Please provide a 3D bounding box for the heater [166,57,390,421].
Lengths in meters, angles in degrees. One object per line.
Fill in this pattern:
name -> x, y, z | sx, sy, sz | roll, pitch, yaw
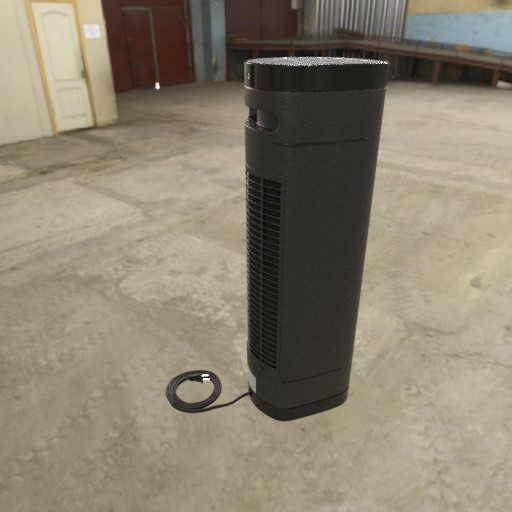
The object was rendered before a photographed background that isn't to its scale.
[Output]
heater -> 0.000, 0.000, 0.682 | 0.312, 0.552, 0.174 | -9, 28, -18
